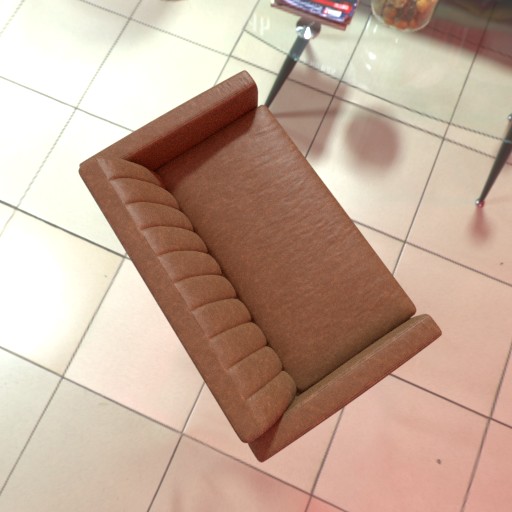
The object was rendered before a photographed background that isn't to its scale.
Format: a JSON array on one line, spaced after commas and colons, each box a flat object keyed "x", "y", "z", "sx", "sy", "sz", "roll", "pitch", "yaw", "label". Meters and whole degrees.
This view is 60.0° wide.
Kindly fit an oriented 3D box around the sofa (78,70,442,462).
[{"x": 0.000, "y": 0.000, "z": 2.169, "sx": 0.960, "sy": 0.820, "sz": 1.549, "roll": -33, "pitch": 78, "yaw": -8, "label": "sofa"}]
